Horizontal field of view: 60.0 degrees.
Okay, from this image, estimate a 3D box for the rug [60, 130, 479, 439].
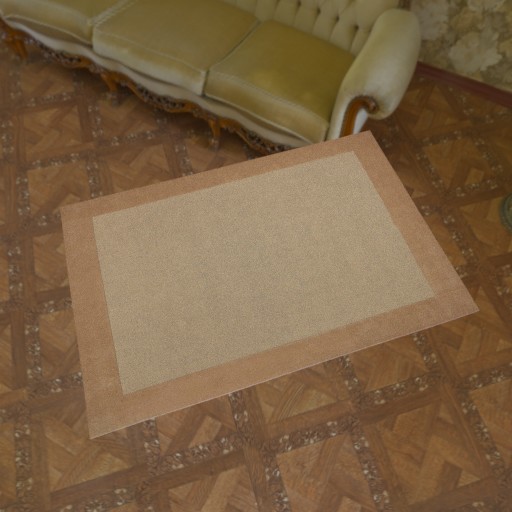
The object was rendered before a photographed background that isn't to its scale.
[{"bbox_3d":[0.000,0.000,2.241,1.829,0.014,1.219,-16,62,-9],"label":"rug"}]
